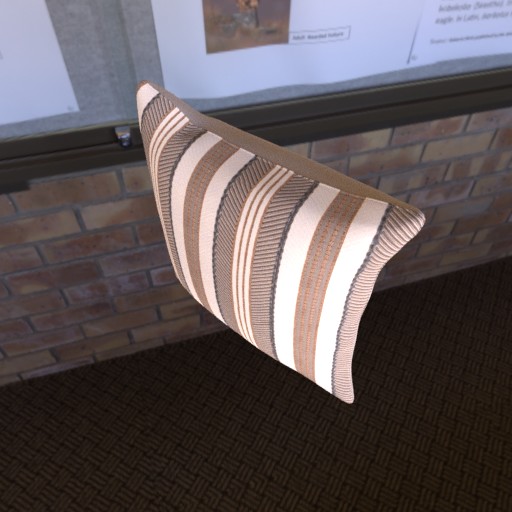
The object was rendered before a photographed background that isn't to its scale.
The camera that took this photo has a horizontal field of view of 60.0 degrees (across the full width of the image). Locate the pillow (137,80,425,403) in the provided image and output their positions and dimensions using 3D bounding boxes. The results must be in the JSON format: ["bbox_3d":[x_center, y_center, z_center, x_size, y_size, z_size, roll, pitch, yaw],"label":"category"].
[{"bbox_3d":[0.000,0.000,0.647,0.416,0.401,0.173,33,55,27],"label":"pillow"}]
